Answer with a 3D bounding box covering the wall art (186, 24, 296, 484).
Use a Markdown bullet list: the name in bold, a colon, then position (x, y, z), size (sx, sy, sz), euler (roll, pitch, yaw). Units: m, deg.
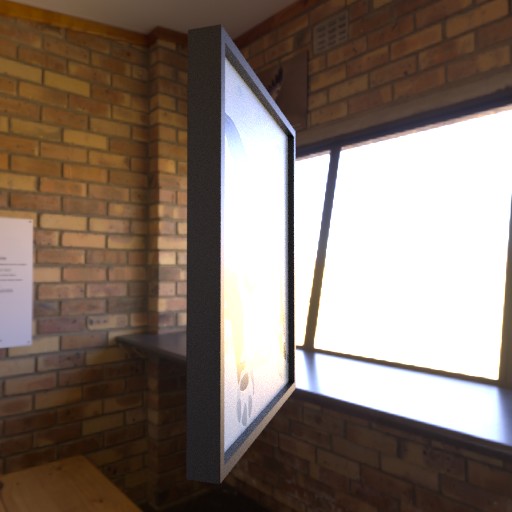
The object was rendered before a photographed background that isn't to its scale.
- **wall art**: position (0.000, 0.000, 0.500), size (0.030, 0.369, 0.294), euler (0, -2, 17)
